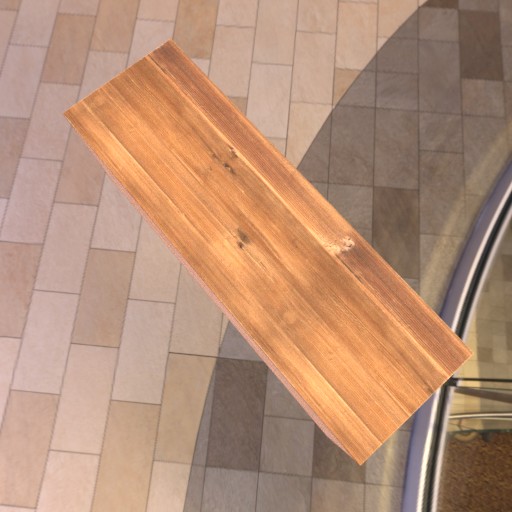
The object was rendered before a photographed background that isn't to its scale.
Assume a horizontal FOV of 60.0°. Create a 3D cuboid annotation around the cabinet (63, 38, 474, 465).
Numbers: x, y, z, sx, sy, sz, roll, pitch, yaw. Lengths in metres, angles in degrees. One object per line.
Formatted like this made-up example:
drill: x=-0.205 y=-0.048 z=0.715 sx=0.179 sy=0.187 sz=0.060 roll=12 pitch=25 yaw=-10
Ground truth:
cabinet: x=0.000 y=0.000 z=1.740 sx=0.472 sy=0.800 sz=1.400 roll=-40 pitch=79 yaw=-10
